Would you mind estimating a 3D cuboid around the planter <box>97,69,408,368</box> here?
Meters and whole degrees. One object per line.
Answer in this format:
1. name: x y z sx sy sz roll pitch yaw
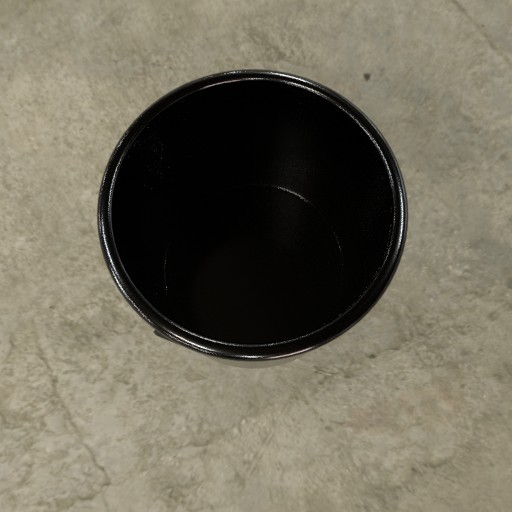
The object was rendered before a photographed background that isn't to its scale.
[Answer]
1. planter: 0.000 0.000 0.632 0.310 0.432 0.310 1 75 0
